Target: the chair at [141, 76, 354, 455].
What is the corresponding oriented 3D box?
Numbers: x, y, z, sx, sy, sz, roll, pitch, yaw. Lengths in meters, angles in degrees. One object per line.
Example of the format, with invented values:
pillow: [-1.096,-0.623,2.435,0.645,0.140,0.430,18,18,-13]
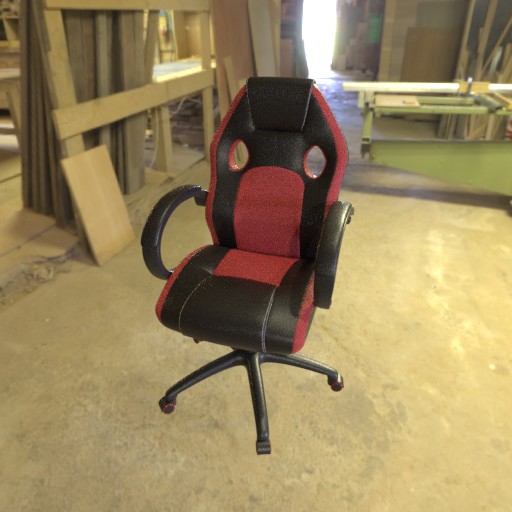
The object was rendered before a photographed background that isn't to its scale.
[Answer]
chair: [0.000,0.000,1.662,0.750,1.189,0.783,9,28,16]
